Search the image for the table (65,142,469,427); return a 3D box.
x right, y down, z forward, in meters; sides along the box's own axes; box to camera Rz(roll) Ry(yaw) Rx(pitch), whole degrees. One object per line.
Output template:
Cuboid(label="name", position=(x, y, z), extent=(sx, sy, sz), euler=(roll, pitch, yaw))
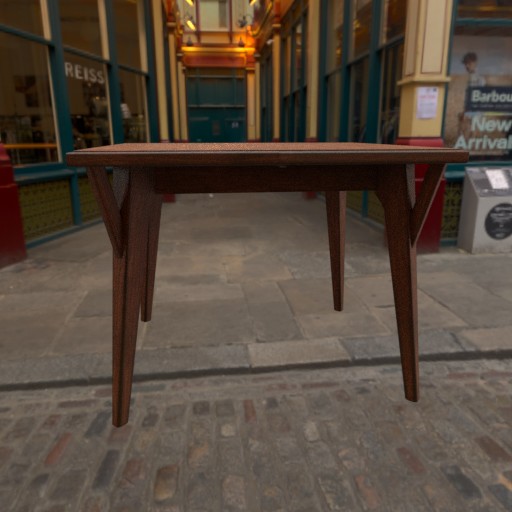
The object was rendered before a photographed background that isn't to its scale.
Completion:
Cuboid(label="table", position=(0.000, 0.000, 1.572), extent=(0.991, 0.761, 0.838), euler=(-2, 16, -8))
